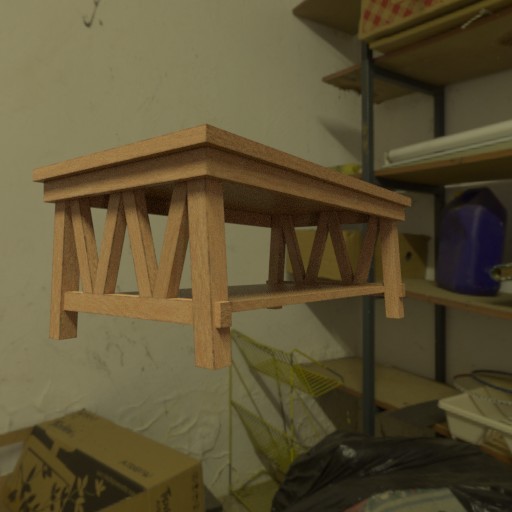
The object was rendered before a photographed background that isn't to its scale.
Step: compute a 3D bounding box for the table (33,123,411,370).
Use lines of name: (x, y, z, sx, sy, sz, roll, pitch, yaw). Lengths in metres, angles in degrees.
table: (0.000, 0.000, 1.611, 0.711, 0.507, 1.270, -1, -1, 37)
